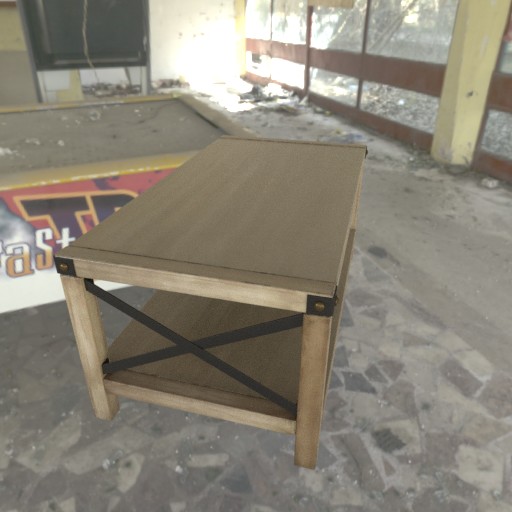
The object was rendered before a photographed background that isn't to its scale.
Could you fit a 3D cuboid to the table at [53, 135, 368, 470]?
[{"bbox_3d":[0.000,0.000,1.328,0.559,0.456,1.016,8,30,13],"label":"table"}]
